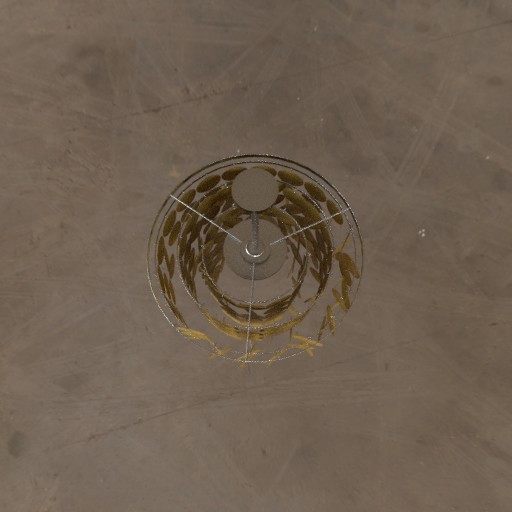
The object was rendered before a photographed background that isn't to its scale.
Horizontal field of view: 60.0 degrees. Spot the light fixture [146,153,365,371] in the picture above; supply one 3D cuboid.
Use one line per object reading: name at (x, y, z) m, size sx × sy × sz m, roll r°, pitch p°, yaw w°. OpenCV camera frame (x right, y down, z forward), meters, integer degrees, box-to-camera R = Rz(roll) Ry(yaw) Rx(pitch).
light fixture at (0.000, 0.000, 0.738) m, size 0.368 × 0.492 × 0.368 m, roll 0°, pitch 73°, yaw 0°
